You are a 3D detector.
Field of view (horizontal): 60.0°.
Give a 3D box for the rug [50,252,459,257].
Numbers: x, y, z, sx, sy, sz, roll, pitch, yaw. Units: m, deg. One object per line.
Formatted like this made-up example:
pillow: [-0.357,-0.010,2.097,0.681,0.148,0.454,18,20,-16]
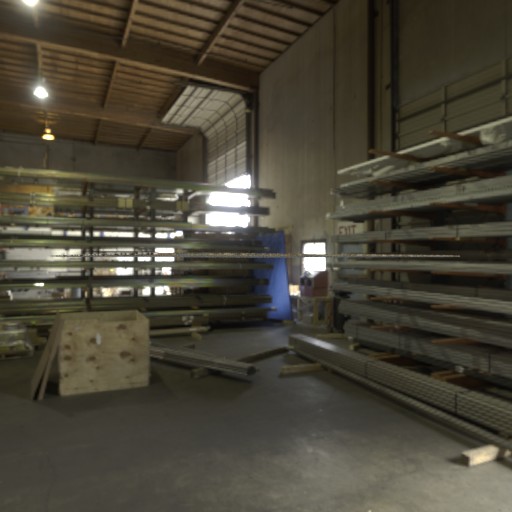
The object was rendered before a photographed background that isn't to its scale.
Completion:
rug: [0.000,0.000,4.408,3.291,0.017,2.431,0,-1,-37]
